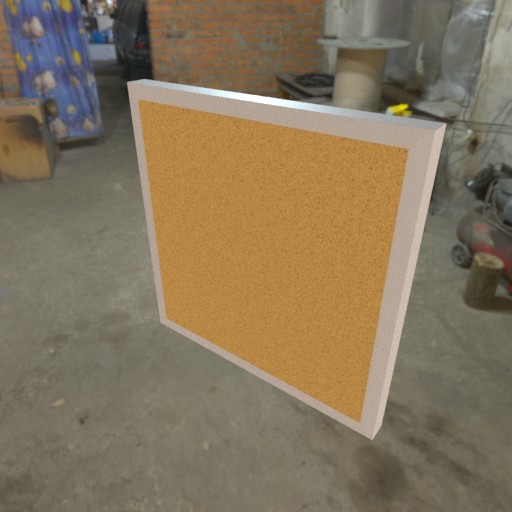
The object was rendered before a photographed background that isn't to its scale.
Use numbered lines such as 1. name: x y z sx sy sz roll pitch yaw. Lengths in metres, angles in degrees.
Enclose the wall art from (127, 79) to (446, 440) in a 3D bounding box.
1. wall art: 0.000 0.000 1.895 1.289 1.291 0.098 21 36 31
